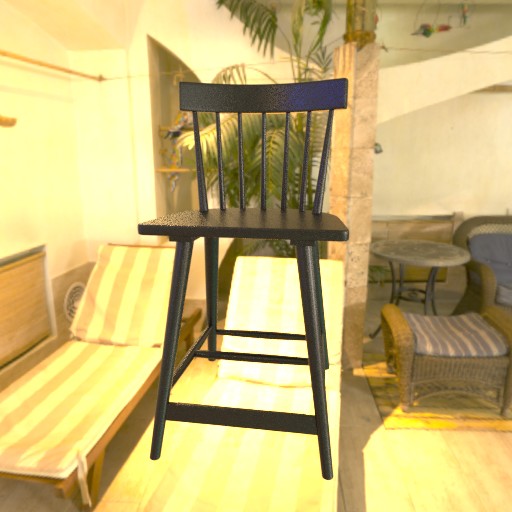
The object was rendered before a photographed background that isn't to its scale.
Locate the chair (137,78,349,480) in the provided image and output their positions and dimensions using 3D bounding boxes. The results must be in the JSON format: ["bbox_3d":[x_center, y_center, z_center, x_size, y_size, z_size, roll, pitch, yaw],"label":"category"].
[{"bbox_3d":[0.000,0.000,1.248,0.483,0.952,0.572,2,14,9],"label":"chair"}]
